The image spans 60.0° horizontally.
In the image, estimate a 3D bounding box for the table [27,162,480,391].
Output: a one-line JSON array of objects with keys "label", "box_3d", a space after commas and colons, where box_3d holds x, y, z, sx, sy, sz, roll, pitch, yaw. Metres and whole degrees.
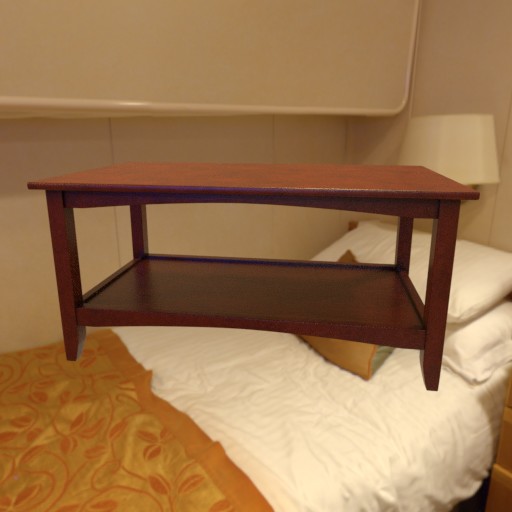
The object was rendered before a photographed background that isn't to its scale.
[{"label": "table", "box_3d": [0.000, 0.000, 1.226, 0.943, 0.456, 0.533, 3, 17, 8]}]
